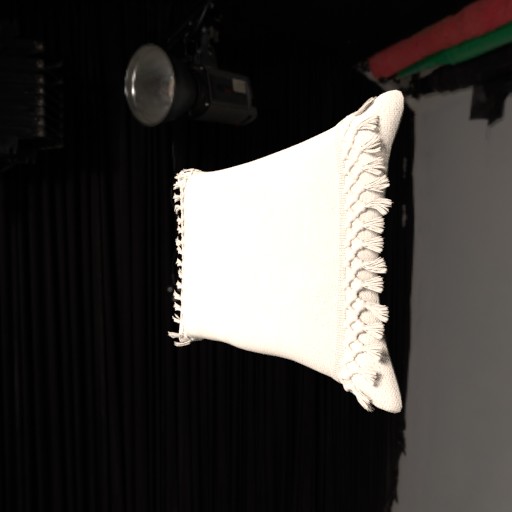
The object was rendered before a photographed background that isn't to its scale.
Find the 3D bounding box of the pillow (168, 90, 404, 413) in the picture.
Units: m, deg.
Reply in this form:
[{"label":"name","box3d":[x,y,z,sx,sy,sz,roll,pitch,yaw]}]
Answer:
[{"label":"pillow","box3d":[0.000,0.000,0.590,0.084,0.305,0.466,0,-1,-35]}]
